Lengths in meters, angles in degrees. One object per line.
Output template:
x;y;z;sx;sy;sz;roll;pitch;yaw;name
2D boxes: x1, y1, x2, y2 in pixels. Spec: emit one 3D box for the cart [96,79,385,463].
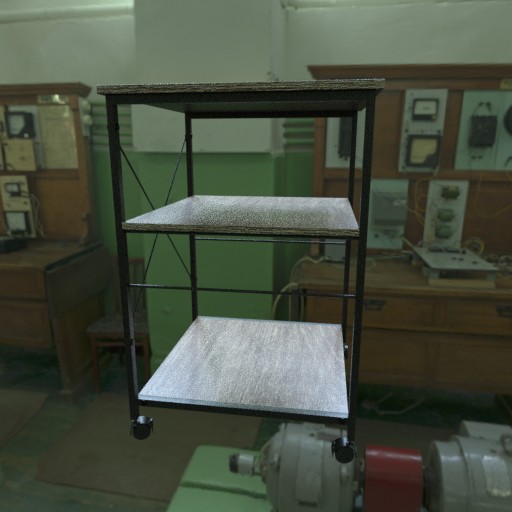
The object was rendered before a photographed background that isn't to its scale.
0.000;0.000;1.125;0.520;0.762;0.521;2;14;9;cart
